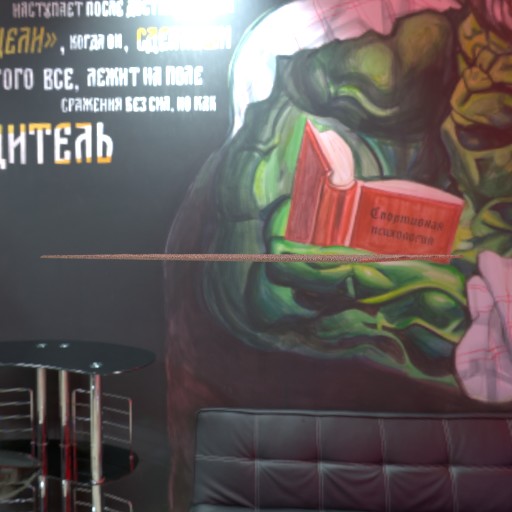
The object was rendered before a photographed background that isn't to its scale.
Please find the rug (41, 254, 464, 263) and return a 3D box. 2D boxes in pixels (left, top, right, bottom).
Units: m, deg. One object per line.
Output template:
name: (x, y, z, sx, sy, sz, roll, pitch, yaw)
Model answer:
rug: (0.000, 0.000, 4.065, 3.052, 0.030, 2.429, 0, 1, 36)
